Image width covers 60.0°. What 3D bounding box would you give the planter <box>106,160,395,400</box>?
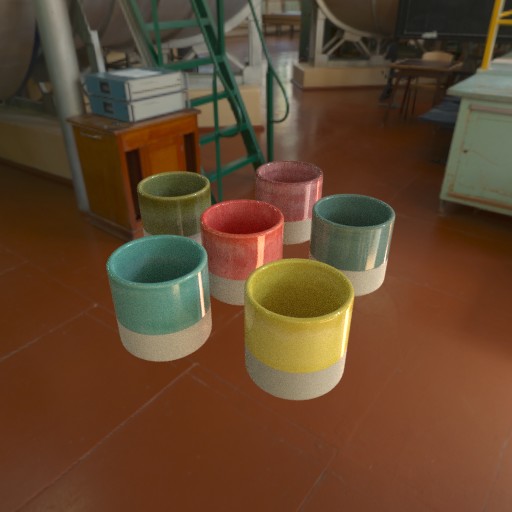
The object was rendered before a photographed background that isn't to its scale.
[{"bbox_3d":[0.000,0.000,0.409,0.257,0.075,0.286,-10,33,-16],"label":"planter"}]
